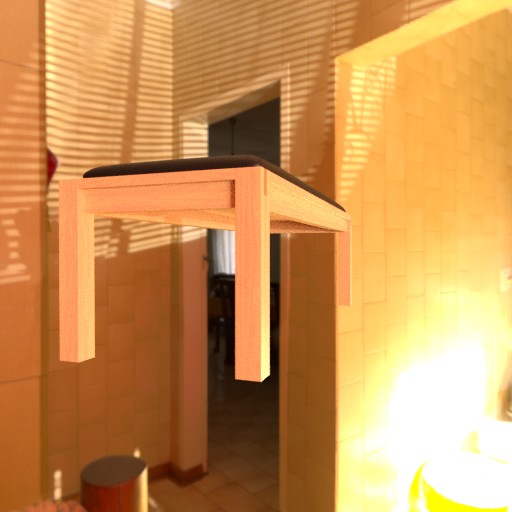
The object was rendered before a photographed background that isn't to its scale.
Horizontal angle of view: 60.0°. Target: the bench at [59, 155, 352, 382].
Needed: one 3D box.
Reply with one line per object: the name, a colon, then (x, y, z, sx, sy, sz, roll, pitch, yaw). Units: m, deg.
bench: (0.000, 0.000, 1.423, 0.450, 0.430, 1.202, 0, 1, 20)
